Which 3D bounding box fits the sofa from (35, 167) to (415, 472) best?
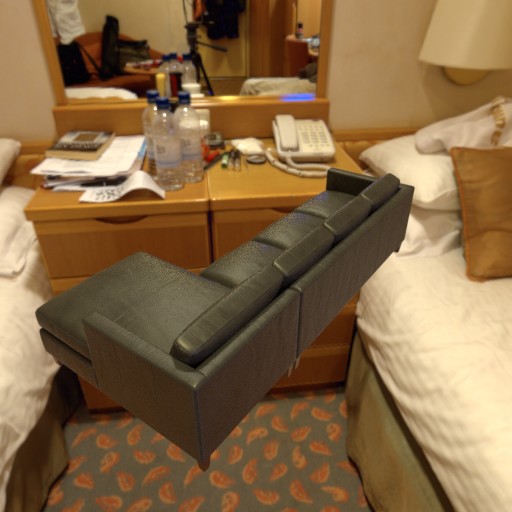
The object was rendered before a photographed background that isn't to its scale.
[{"bbox_3d":[0.000,0.000,3.829,1.581,0.883,3.203,21,37,30],"label":"sofa"}]
